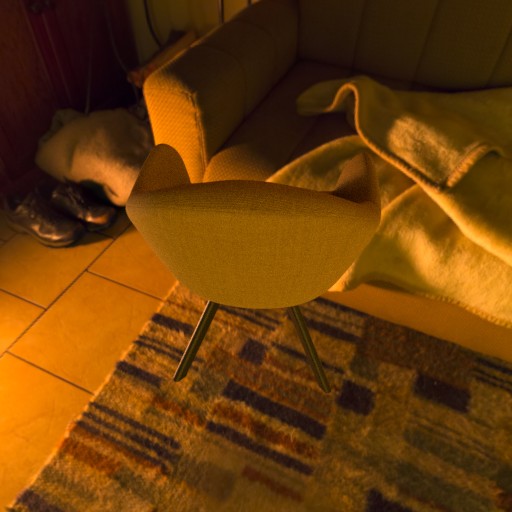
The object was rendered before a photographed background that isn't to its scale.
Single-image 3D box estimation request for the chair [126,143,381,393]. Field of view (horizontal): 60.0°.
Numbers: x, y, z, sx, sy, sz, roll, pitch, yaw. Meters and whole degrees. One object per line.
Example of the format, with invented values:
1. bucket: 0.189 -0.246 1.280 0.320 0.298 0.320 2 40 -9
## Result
1. chair: 0.000 0.000 1.209 0.590 0.795 0.550 3 46 3
